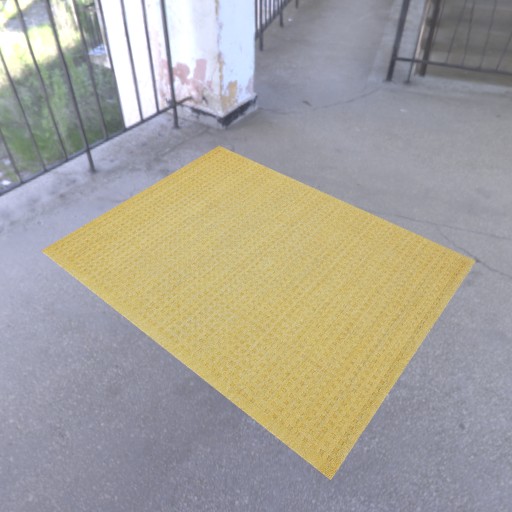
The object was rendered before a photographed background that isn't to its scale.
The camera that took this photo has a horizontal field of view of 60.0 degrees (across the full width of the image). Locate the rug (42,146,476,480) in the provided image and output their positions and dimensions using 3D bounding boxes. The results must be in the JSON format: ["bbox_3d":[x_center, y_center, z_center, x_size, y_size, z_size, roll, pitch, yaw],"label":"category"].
[{"bbox_3d":[0.000,0.000,4.174,3.242,0.015,2.486,30,51,27],"label":"rug"}]
